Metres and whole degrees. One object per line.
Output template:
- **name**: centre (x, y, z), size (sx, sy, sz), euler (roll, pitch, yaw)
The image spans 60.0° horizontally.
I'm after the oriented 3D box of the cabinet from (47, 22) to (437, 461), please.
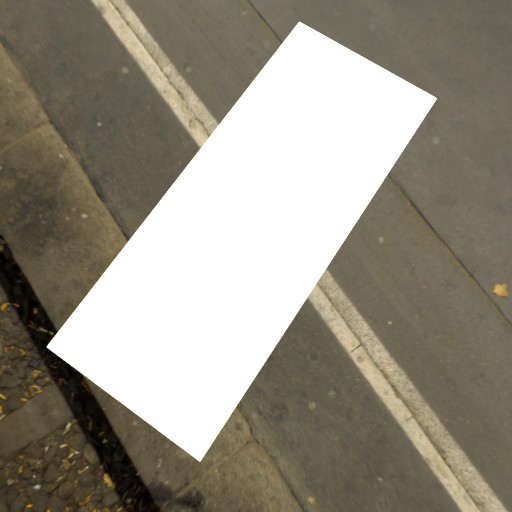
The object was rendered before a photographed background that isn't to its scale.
- **cabinet**: centre (0.000, 0.000, 1.459), size (0.420, 0.820, 1.040), euler (33, 78, 8)
